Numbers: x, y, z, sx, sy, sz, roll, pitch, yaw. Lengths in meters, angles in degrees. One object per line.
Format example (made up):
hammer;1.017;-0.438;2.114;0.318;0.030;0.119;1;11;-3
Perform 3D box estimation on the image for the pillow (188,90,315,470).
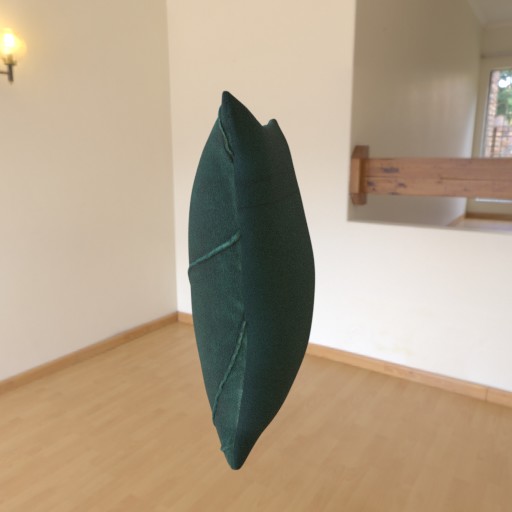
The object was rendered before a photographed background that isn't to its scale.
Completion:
pillow;0.000;0.000;0.687;0.184;0.440;0.439;2;13;9
